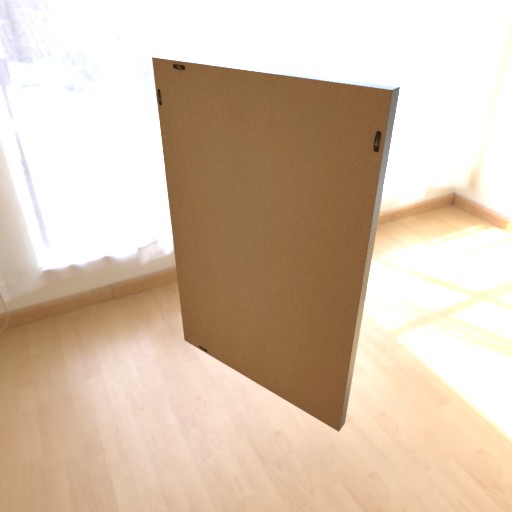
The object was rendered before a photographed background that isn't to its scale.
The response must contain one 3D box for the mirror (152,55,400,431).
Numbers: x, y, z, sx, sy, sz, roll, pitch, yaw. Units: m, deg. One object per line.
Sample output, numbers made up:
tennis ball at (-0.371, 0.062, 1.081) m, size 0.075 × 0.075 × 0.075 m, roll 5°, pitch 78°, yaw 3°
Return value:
mirror at (0.000, 0.000, 1.165) m, size 0.609 × 0.915 × 0.040 m, roll 22°, pitch 38°, yaw 31°
